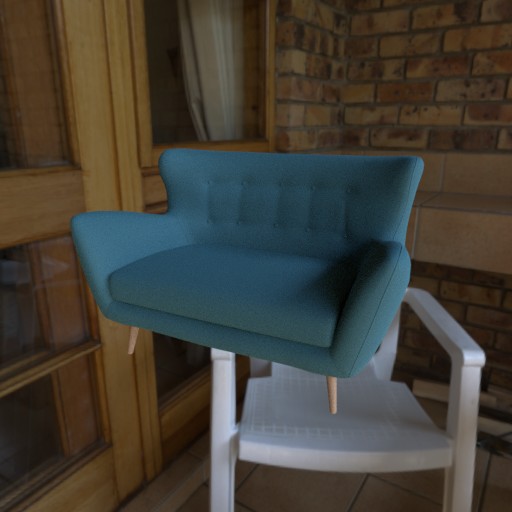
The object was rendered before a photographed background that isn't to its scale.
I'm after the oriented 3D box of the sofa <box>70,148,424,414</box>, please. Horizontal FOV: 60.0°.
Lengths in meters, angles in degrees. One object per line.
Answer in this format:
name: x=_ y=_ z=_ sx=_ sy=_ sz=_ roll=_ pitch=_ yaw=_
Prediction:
sofa: x=0.000 y=0.000 z=2.000 sx=1.397 sy=0.889 sz=0.889 roll=8 pitch=19 yaw=25
